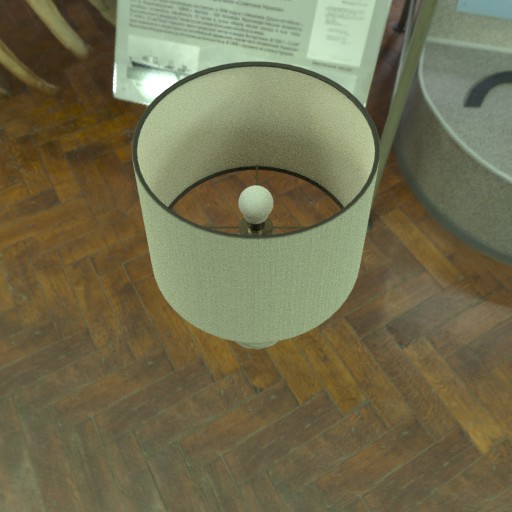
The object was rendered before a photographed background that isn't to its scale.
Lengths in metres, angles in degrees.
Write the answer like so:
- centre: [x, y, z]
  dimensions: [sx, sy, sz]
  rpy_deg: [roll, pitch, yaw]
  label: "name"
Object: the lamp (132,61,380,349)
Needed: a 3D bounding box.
- centre: [0.000, 0.000, 0.836]
  dimensions: [0.376, 0.594, 0.376]
  rpy_deg: [0, 58, 0]
  label: "lamp"
